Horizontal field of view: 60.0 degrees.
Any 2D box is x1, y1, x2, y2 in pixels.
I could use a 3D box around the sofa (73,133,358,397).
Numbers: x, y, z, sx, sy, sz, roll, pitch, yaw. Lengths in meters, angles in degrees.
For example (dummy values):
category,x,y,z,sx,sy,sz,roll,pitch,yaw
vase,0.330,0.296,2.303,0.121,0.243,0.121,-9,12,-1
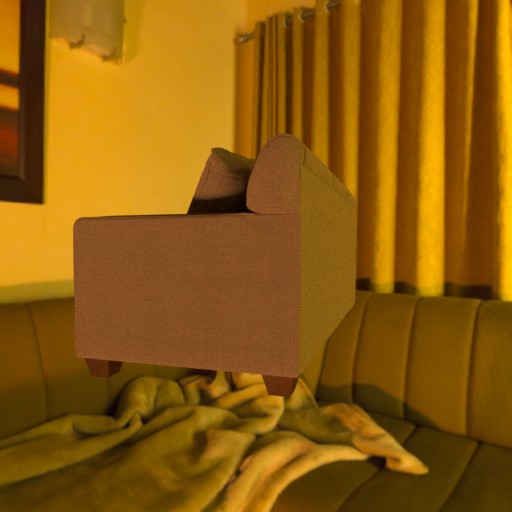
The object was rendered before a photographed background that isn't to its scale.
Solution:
category,x,y,z,sx,sy,sz,roll,pitch,yaw
sofa,0.000,0.000,2.607,0.997,0.958,2.024,0,2,18
